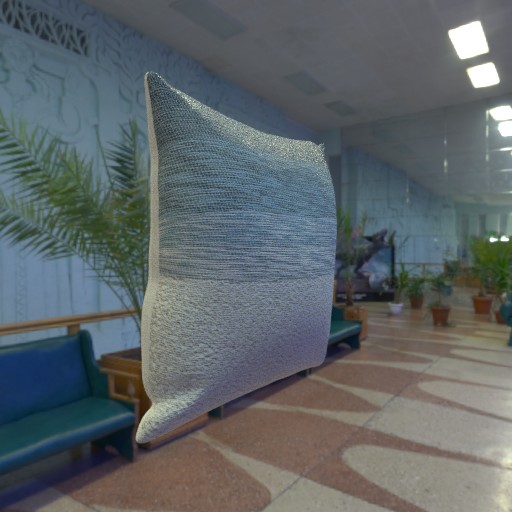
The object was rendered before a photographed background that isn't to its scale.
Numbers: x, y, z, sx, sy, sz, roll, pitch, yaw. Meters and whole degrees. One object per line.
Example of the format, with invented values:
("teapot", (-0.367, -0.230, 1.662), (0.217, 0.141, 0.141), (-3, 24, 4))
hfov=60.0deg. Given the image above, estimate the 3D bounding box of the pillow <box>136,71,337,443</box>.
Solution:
("pillow", (0.000, 0.000, 0.687), (0.182, 0.441, 0.440), (1, 1, 37))
